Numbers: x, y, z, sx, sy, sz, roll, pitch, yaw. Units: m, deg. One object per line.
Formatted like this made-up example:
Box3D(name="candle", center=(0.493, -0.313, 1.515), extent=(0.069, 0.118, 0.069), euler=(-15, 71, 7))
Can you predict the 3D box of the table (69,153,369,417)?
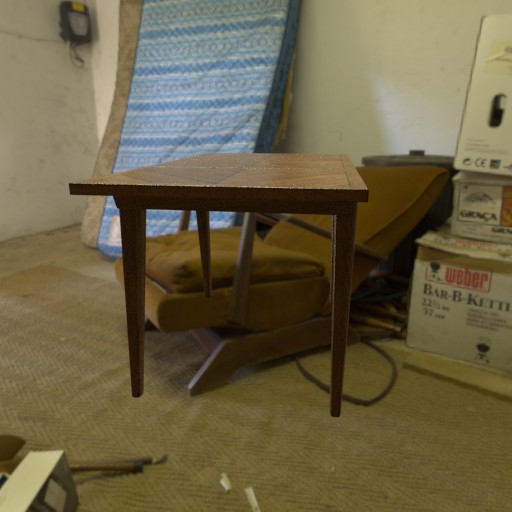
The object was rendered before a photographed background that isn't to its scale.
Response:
Box3D(name="table", center=(0.000, 0.000, 1.858), extent=(0.757, 0.760, 1.400), euler=(3, 16, 9))
